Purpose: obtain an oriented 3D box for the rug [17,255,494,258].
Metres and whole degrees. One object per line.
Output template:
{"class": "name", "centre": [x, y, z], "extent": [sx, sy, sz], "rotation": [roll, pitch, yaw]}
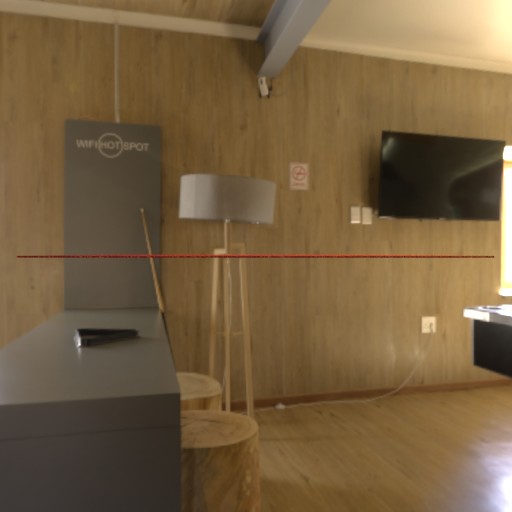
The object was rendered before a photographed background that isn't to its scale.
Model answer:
{"class": "rug", "centre": [0.000, 0.000, 3.016], "extent": [2.442, 0.010, 1.531], "rotation": [0, 0, 1]}
